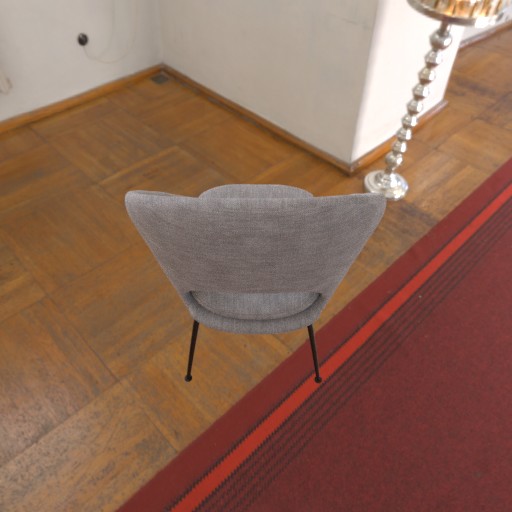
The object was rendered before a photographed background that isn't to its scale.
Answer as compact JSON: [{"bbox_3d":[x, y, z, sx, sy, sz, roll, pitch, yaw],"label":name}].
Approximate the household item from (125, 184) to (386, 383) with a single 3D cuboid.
[{"bbox_3d":[0.000,0.000,1.301,0.643,0.869,0.587,1,47,1],"label":"household item"}]
